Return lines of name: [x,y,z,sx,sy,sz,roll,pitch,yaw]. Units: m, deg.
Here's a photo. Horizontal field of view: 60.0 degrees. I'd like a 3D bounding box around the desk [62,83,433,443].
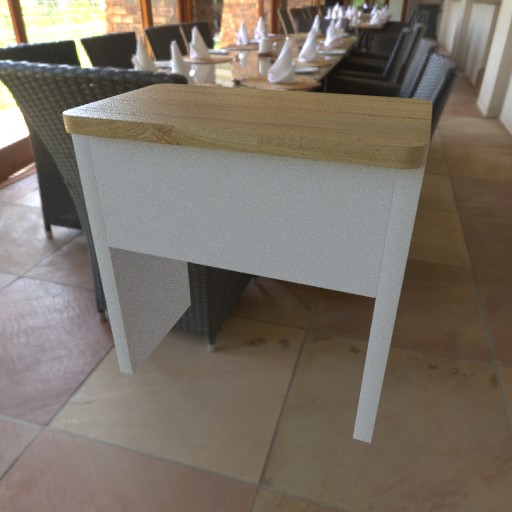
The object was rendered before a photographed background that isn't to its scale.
desk: [0.000,0.000,1.211,0.760,0.790,0.440,10,31,17]
